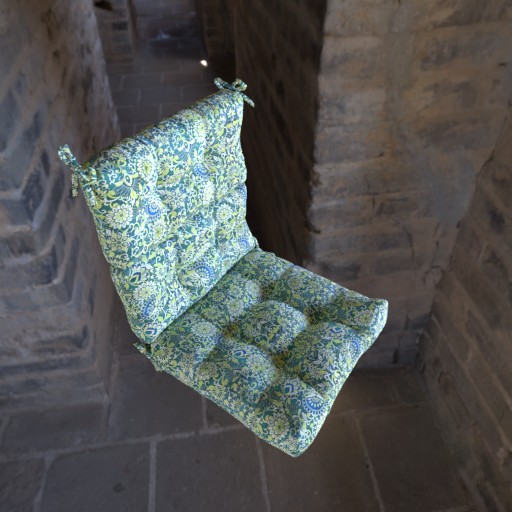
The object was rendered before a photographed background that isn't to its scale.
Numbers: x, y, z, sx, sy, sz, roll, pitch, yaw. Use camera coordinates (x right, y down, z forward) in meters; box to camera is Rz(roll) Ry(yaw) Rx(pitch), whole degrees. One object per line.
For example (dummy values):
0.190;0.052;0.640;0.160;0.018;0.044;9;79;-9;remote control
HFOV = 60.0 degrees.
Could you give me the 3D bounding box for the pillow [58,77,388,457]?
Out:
0.000;0.000;1.026;0.571;0.605;0.519;25;48;25;pillow
